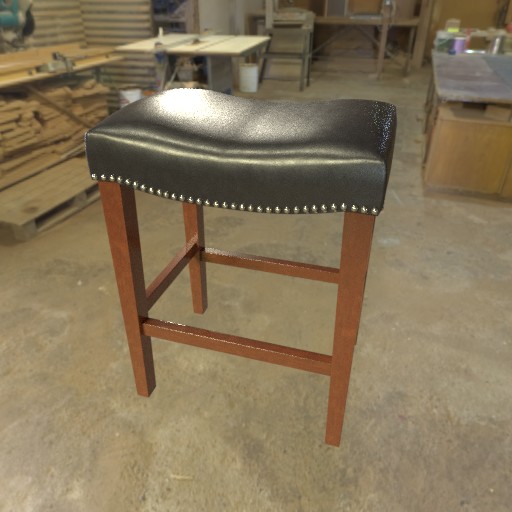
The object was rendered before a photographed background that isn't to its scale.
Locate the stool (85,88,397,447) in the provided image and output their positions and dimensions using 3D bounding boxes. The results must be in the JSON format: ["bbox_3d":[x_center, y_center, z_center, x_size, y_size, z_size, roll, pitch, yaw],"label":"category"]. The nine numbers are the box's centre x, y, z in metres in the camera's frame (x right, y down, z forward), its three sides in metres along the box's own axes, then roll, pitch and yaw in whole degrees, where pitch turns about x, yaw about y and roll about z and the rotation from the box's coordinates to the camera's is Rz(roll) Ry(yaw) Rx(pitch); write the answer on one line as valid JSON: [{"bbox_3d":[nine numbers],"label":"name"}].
[{"bbox_3d":[0.000,0.000,0.975,0.504,0.654,0.372,9,32,15],"label":"stool"}]
